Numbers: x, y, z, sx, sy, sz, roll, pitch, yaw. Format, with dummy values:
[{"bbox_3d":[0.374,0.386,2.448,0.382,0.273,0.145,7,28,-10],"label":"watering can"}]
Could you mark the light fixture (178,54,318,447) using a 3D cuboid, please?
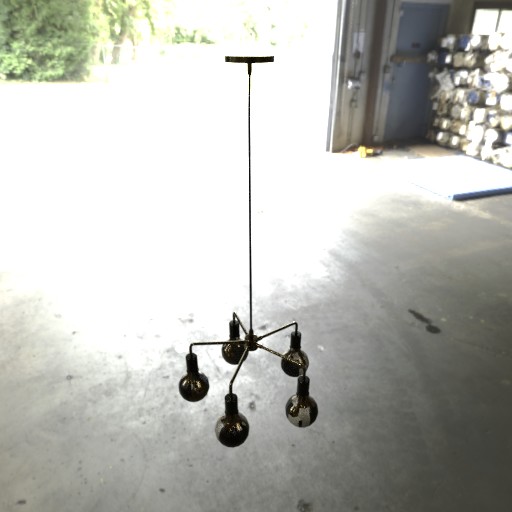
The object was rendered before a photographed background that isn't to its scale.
[{"bbox_3d":[0.000,0.000,1.197,0.421,0.988,0.438,-19,32,-33],"label":"light fixture"}]
